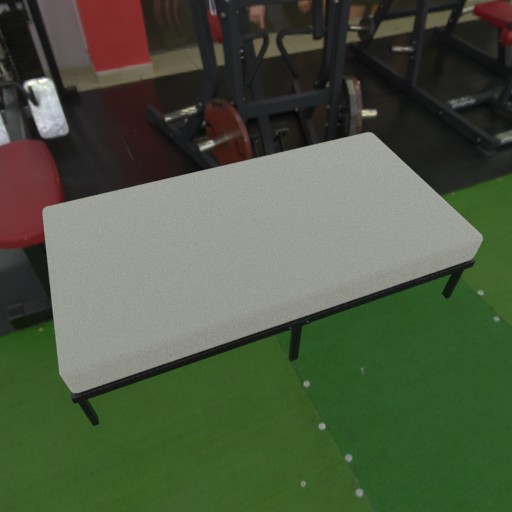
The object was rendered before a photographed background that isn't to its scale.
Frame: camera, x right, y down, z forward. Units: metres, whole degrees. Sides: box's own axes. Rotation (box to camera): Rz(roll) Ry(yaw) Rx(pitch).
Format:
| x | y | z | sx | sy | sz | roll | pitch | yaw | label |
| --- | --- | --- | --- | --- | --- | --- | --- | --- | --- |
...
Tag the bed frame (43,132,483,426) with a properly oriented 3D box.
| x | y | z | sx | sy | sz | roll | pitch | yaw | label |
| --- | --- | --- | --- | --- | --- | --- | --- | --- | --- |
| 0.000 | 0.000 | 3.160 | 2.635 | 0.680 | 1.393 | -16 | 49 | -15 | bed frame |
